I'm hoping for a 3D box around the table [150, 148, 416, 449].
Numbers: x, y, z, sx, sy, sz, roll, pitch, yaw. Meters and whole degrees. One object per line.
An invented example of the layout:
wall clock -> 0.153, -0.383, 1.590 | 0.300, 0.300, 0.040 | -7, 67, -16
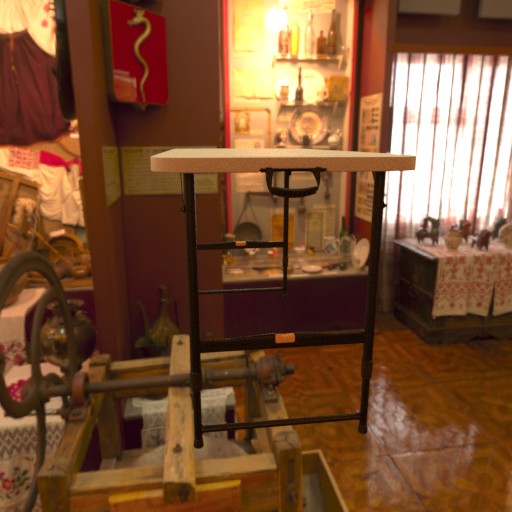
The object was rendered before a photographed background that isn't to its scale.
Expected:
table -> 0.000, 0.000, 1.597 | 0.611, 0.737, 1.245 | -2, 14, -8
